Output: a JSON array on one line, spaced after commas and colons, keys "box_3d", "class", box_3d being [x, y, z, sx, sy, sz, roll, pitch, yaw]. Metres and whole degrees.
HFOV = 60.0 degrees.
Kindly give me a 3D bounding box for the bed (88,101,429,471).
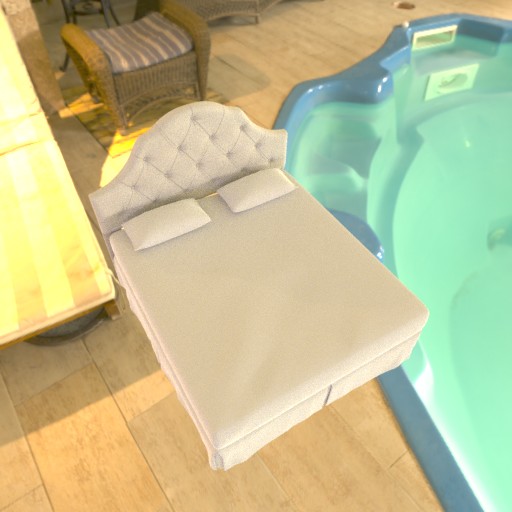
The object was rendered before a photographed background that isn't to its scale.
[{"box_3d": [0.000, 0.000, 3.594, 2.008, 1.615, 2.214, -24, 52, -20], "class": "bed"}]
